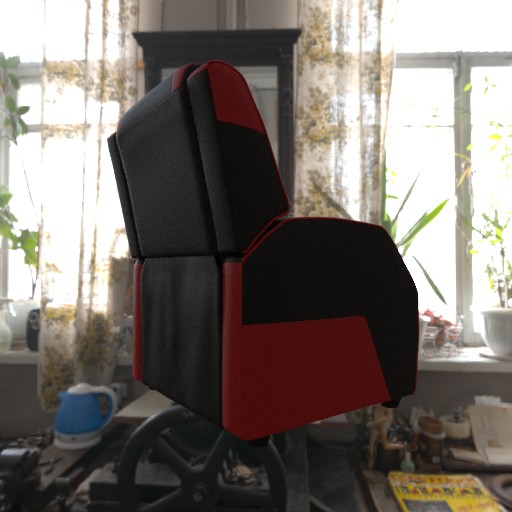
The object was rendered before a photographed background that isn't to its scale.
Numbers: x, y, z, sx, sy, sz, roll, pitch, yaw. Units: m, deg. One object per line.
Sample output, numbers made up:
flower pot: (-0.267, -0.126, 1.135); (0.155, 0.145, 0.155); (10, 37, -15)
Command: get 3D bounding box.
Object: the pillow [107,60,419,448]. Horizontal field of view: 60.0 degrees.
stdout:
pillow: (0.000, 0.000, 1.259); (0.672, 0.805, 0.620); (1, -2, -36)
